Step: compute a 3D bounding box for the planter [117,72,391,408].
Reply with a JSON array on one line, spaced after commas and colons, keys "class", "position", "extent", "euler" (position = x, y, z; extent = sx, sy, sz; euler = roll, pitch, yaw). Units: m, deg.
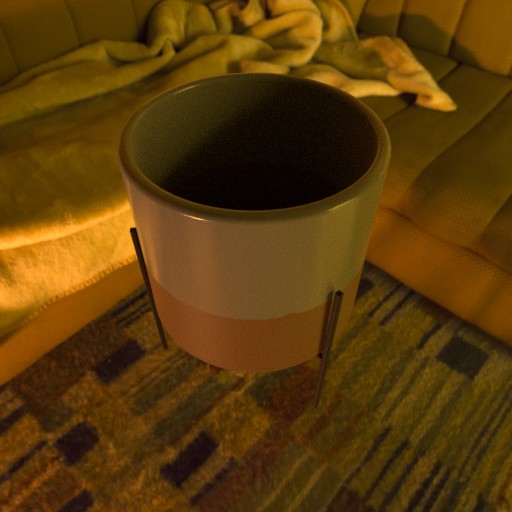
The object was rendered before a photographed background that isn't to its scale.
[{"class": "planter", "position": [0.000, 0.000, 0.741], "extent": [0.348, 0.480, 0.360], "euler": [17, 49, 15]}]
